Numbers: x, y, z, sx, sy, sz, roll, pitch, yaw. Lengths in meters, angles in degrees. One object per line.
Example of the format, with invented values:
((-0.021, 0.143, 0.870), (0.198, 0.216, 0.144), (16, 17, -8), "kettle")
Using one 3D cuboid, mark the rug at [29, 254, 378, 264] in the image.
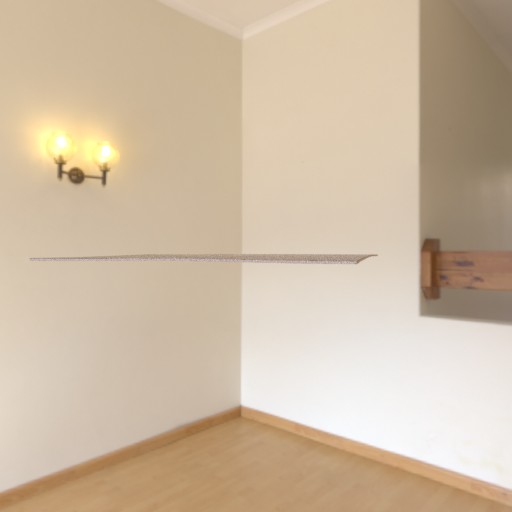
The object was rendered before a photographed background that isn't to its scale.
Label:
((0.000, 0.000, 2.273), (1.154, 0.021, 1.792), (0, 1, 17), "rug")
